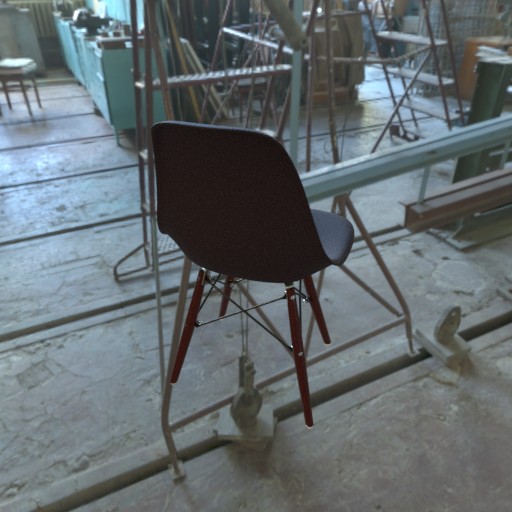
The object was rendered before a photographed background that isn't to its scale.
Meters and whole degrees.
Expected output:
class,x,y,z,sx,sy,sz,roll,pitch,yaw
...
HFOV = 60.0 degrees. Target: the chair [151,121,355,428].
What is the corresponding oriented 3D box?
class,x,y,z,sx,sy,sz,roll,pitch,yaw
chair,0.000,0.000,1.151,0.470,0.826,0.533,11,35,16
